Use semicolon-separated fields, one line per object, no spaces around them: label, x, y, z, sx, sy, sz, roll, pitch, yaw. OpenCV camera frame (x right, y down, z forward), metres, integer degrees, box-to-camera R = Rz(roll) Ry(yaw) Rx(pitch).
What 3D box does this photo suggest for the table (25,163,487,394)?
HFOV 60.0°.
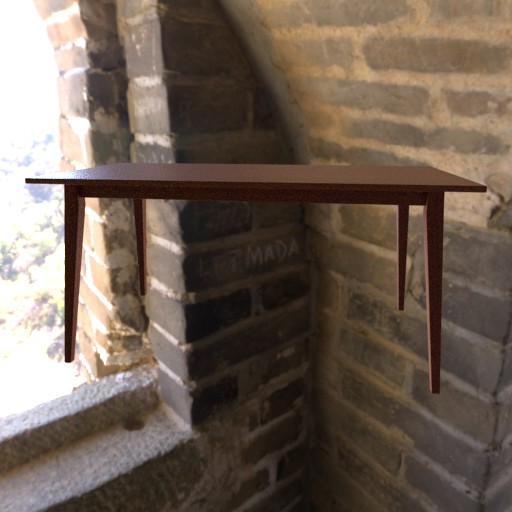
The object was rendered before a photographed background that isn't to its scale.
table;0.000;0.000;2.007;1.609;0.755;0.811;2;16;8
